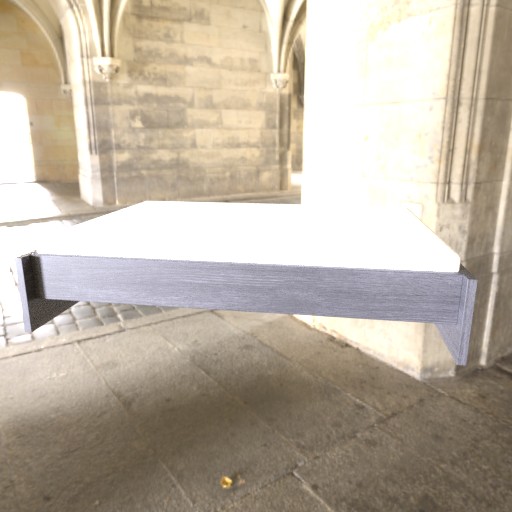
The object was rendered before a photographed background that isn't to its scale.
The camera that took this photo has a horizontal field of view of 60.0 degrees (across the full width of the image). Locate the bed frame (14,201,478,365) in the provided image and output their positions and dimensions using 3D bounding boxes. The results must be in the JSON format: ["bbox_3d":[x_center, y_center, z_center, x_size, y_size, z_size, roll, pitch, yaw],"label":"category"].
[{"bbox_3d":[0.000,0.000,2.579,1.950,0.432,1.490,2,15,9],"label":"bed frame"}]
